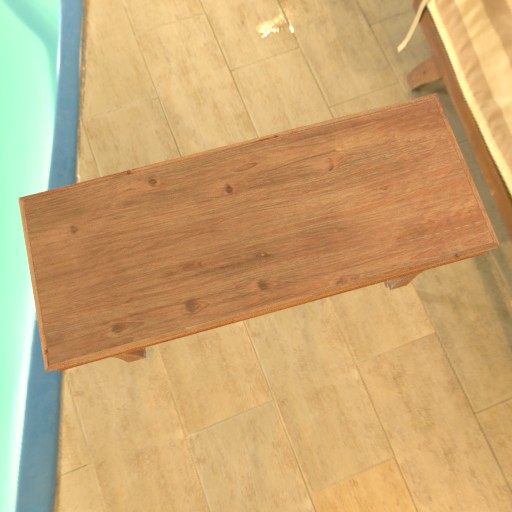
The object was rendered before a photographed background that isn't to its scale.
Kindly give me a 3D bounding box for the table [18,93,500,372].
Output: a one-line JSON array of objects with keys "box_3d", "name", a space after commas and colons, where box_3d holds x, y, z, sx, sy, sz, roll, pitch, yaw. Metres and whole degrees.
[{"box_3d": [0.000, 0.000, 1.725, 1.330, 0.873, 0.522, -15, 77, -4], "name": "table"}]
